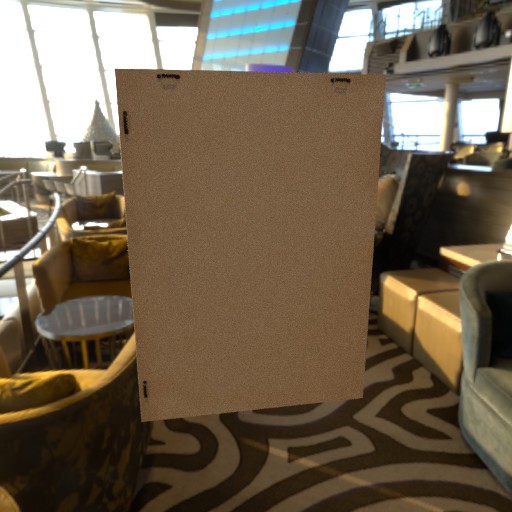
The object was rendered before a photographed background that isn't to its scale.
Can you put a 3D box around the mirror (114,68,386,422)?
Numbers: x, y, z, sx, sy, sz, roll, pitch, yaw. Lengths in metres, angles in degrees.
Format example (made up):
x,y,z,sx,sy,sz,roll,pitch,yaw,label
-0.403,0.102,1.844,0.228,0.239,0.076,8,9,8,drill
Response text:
x,y,z,sx,sy,sz,roll,pitch,yaw,label
0.000,0.000,0.921,0.508,0.711,0.039,-3,15,-10,mirror
